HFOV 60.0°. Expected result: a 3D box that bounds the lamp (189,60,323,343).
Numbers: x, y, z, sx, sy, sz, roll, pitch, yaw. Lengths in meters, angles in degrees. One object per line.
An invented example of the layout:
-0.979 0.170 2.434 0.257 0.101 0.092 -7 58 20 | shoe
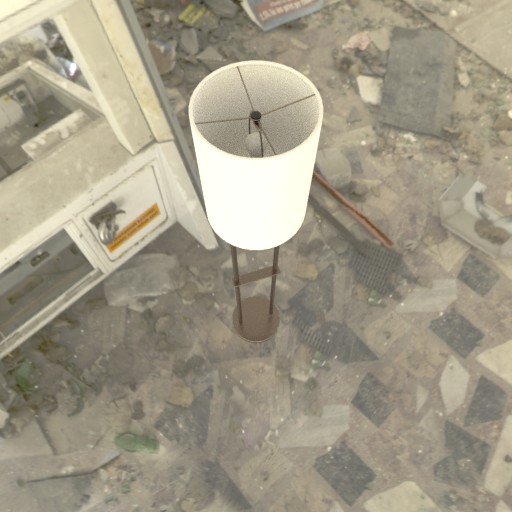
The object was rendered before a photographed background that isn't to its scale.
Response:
0.000 0.000 1.674 0.306 1.500 0.305 -16 64 -8 | lamp
